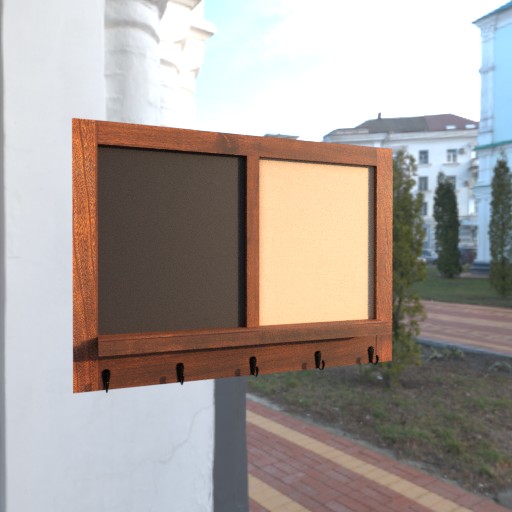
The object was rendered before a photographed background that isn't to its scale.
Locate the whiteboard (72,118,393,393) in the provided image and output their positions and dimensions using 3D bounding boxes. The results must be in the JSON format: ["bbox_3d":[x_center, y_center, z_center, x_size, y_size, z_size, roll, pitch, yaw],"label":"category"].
[{"bbox_3d":[0.000,0.000,1.002,0.768,0.553,0.083,0,1,-20],"label":"whiteboard"}]
